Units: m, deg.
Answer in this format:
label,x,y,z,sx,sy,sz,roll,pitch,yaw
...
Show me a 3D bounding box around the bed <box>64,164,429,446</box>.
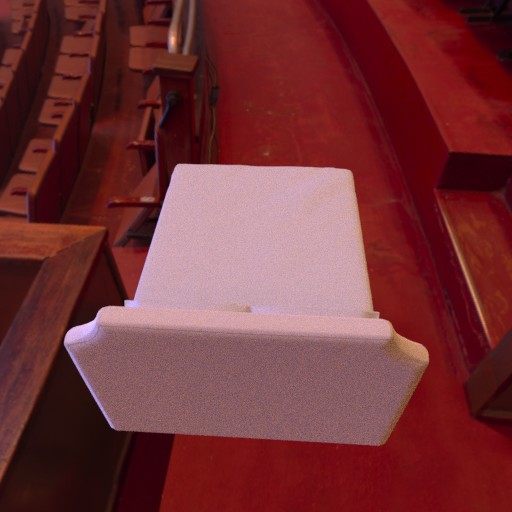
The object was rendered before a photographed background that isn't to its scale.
label,x,y,z,sx,sy,sz,roll,pitch,yaw
bed,0.000,0.000,3.217,1.828,1.297,2.164,2,47,2
